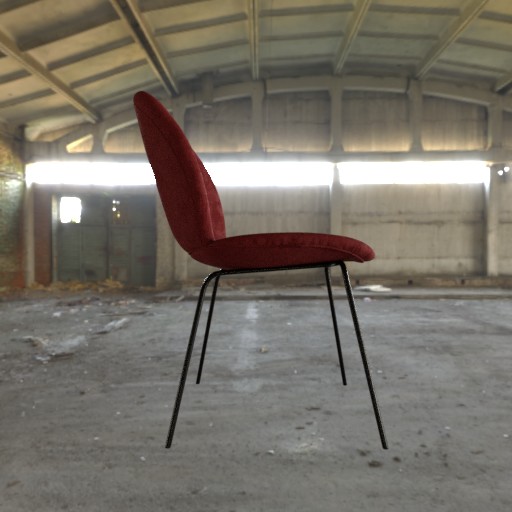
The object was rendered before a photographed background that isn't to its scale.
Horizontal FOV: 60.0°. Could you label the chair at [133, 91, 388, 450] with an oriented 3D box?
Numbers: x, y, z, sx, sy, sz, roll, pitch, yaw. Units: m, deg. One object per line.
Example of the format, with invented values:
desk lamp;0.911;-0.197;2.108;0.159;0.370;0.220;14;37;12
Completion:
chair;0.000;0.000;1.135;0.587;0.791;0.458;0;1;0
